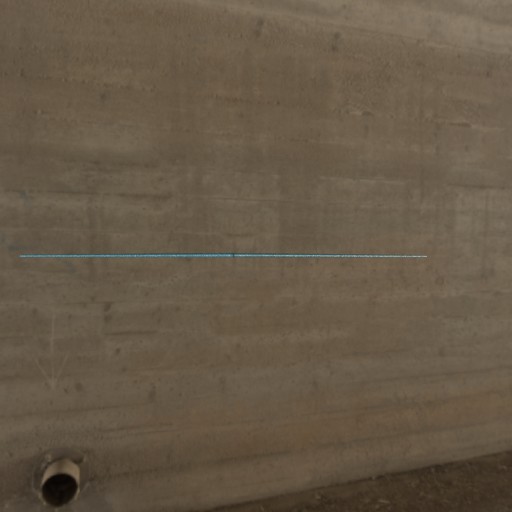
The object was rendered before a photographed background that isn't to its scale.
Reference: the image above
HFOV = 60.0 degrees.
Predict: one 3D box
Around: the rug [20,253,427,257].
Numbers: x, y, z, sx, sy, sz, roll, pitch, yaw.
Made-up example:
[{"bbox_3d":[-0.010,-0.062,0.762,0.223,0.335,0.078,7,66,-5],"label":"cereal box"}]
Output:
[{"bbox_3d":[0.000,0.000,2.306,1.211,0.012,1.833,0,0,37],"label":"rug"}]
